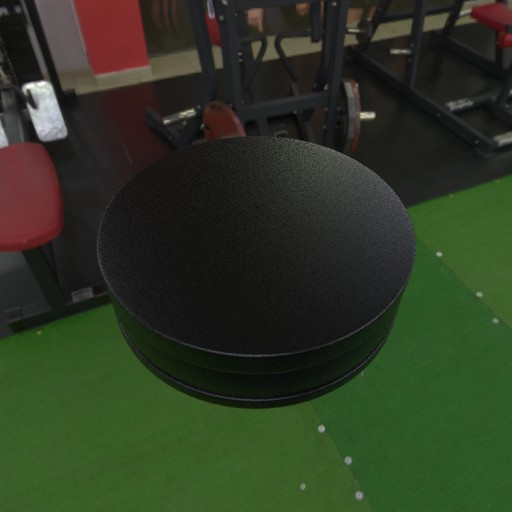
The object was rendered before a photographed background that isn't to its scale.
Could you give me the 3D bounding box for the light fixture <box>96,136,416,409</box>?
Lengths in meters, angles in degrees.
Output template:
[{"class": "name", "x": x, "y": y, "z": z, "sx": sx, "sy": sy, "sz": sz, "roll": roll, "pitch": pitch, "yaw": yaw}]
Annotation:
[{"class": "light fixture", "x": 0.000, "y": 0.000, "z": 0.434, "sx": 0.283, "sy": 0.097, "sz": 0.283, "roll": 0, "pitch": 47, "yaw": 0}]
